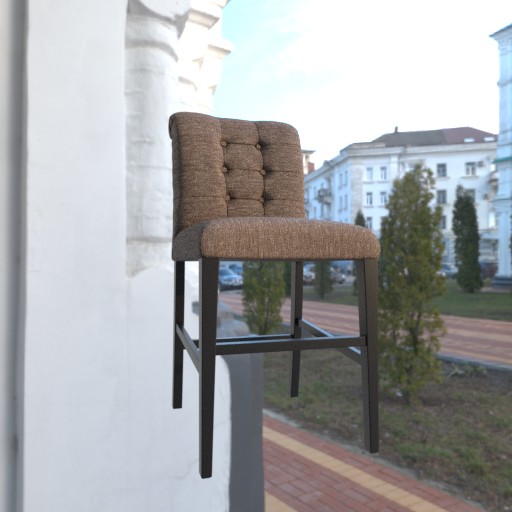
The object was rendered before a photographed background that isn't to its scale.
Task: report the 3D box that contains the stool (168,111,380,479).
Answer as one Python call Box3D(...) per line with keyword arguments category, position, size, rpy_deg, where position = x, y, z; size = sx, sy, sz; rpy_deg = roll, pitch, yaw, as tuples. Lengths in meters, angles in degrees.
Box3D(category="stool", position=(0.000, 0.000, 1.302), size=(0.457, 0.970, 0.611), rpy_deg=(0, -1, -18))
